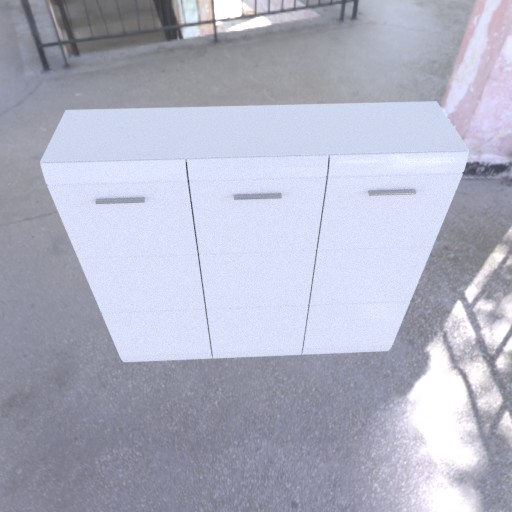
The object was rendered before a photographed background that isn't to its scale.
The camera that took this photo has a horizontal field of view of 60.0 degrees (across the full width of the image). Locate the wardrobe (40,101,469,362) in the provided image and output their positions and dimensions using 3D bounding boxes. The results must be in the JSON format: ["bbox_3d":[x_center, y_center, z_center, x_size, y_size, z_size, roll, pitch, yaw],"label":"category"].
[{"bbox_3d":[0.000,0.000,1.912,1.340,1.200,0.360,-2,47,-2],"label":"wardrobe"}]
